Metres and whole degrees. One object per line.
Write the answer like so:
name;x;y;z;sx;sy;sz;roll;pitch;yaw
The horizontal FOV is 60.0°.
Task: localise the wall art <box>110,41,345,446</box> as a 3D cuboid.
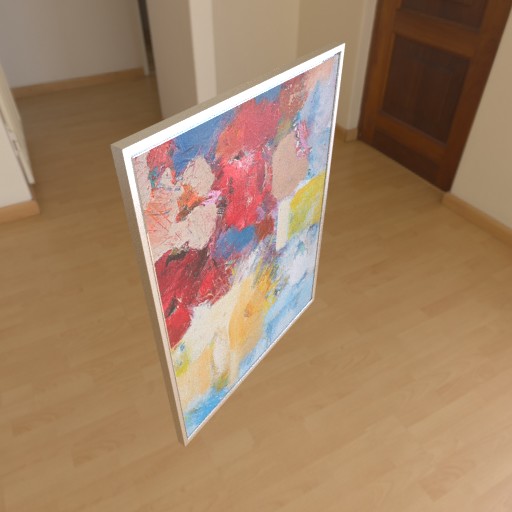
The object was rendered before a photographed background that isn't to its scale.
wall art;0.000;0.000;1.353;0.030;1.046;0.816;25;46;27
